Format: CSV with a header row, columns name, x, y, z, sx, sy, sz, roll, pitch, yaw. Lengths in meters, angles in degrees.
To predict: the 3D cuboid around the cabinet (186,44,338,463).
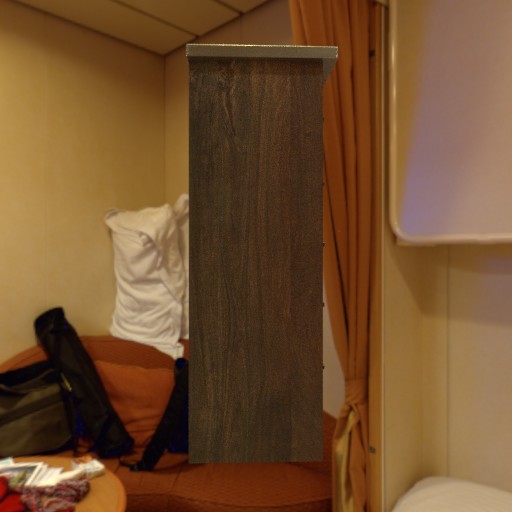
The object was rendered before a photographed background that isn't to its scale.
name,x,y,z,sx,sy,sz,roll,pitch,yaw
cabinet,0.000,0.000,1.450,0.338,0.919,0.968,0,0,-2
